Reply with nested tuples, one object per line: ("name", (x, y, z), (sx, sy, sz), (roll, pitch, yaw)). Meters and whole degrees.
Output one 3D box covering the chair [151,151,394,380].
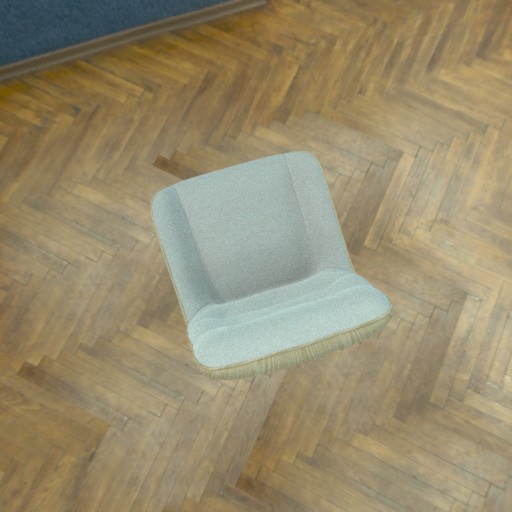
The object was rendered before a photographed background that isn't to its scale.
("chair", (0.000, 0.000, 1.363), (0.564, 0.952, 0.668), (-17, 77, -4))
